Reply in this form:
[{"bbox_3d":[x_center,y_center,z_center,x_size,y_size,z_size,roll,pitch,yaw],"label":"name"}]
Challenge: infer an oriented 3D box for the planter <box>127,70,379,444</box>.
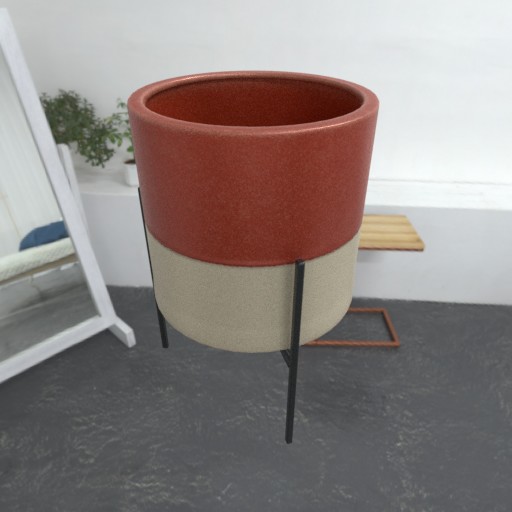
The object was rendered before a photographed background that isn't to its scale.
[{"bbox_3d":[0.000,0.000,0.507,0.235,0.354,0.251,-9,34,-14],"label":"planter"}]
